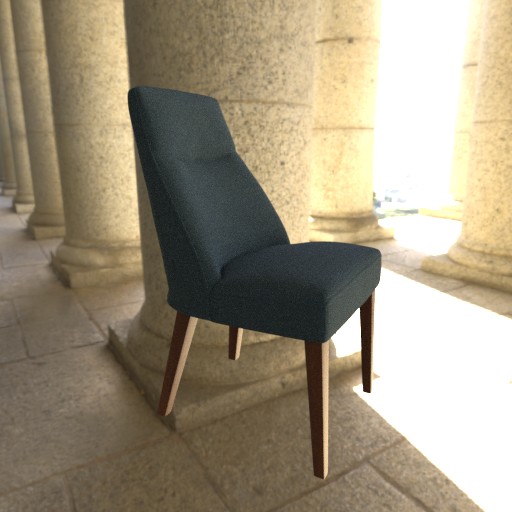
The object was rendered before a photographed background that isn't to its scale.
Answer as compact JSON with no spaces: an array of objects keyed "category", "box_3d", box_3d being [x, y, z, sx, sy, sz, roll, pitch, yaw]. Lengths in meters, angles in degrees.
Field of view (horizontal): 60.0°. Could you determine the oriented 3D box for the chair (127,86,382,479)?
[{"category":"chair","box_3d":[0.000,0.000,1.279,0.620,0.930,0.500,8,16,28]}]
